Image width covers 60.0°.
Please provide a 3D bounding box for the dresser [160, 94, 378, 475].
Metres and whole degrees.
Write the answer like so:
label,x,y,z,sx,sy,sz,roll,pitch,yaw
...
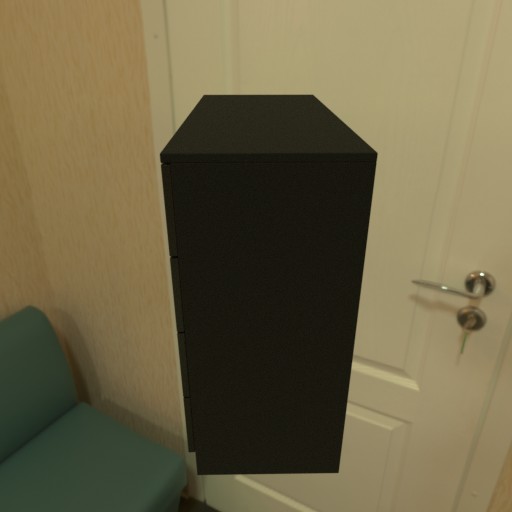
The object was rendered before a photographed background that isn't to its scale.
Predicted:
label,x,y,z,sx,sy,sz,roll,pitch,yaw
dresser,0.000,0.000,1.168,0.360,0.720,0.750,0,26,-1
